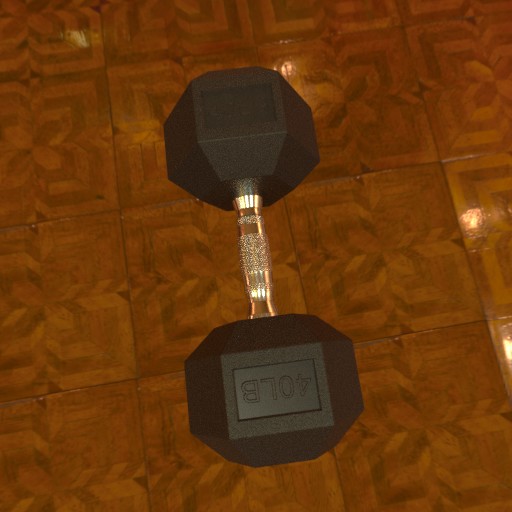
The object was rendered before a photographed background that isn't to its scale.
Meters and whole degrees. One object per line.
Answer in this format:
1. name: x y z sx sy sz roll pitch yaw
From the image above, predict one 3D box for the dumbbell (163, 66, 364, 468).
1. dumbbell: 0.000 0.000 0.432 0.157 0.137 0.361 -7 76 -2
